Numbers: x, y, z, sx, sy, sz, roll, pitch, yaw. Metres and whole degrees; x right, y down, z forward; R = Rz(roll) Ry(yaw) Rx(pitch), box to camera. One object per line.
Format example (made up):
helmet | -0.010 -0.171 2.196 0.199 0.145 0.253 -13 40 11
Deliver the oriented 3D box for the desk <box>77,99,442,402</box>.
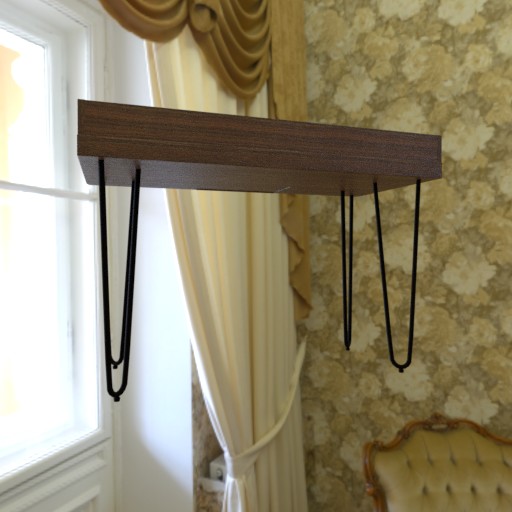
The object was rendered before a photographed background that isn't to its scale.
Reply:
desk | 0.000 0.000 1.649 1.200 0.854 0.565 0 1 -18
